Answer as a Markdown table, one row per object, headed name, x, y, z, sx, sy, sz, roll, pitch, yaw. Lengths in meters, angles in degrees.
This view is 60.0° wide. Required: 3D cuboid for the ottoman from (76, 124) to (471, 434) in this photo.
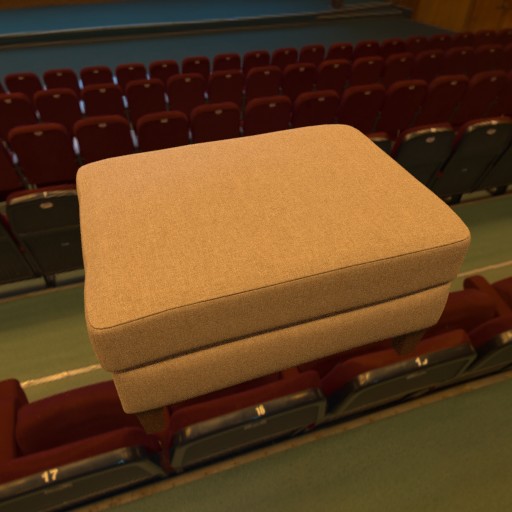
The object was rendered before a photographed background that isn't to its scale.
| name | x | y | z | sx | sy | sz | roll | pitch | yaw |
| --- | --- | --- | --- | --- | --- | --- | --- | --- | --- |
| ottoman | 0.000 | 0.000 | 1.293 | 0.898 | 0.519 | 0.677 | -13 | 43 | -14 |
